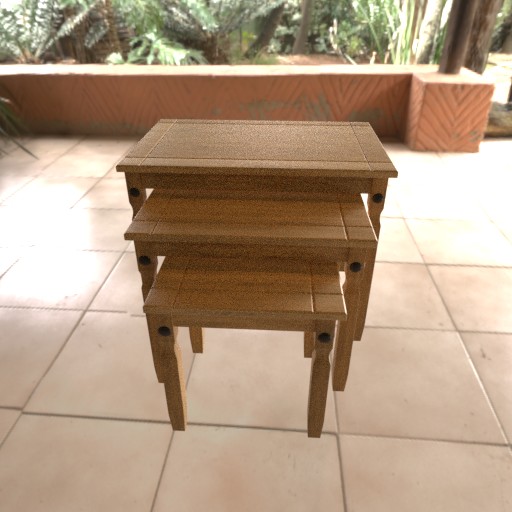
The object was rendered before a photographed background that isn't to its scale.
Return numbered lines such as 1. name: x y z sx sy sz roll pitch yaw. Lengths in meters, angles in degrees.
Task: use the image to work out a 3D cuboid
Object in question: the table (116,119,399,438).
1. table: 0.000 0.000 1.209 0.660 0.535 0.773 2 31 3
